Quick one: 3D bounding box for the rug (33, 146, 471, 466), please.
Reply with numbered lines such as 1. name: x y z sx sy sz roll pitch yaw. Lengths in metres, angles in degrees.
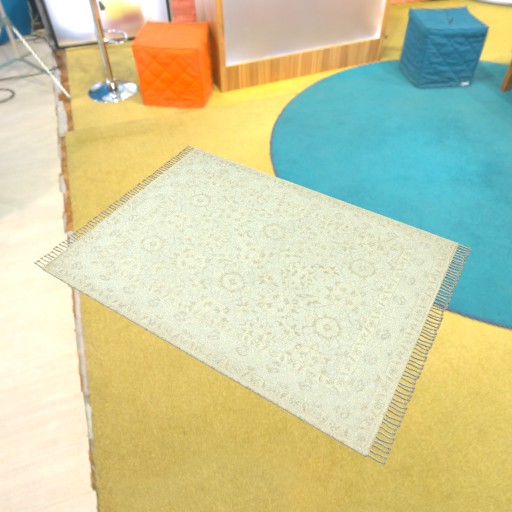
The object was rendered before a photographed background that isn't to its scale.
1. rug: 0.000 0.000 2.178 1.771 0.015 1.223 24 51 21
